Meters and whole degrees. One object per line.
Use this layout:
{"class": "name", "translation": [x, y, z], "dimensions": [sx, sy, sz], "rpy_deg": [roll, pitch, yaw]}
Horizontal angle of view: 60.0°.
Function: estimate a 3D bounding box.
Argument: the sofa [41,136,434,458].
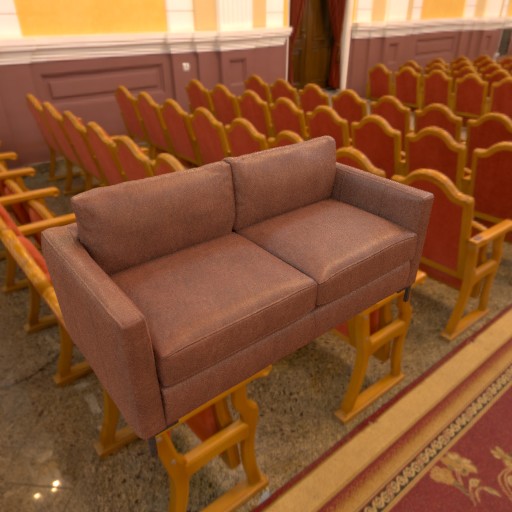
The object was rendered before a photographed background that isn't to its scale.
{"class": "sofa", "translation": [0.000, 0.000, 2.251], "dimensions": [1.797, 0.883, 0.899], "rpy_deg": [-22, 37, -33]}
